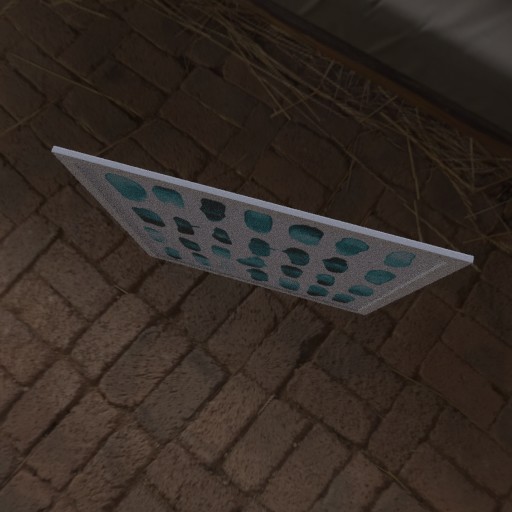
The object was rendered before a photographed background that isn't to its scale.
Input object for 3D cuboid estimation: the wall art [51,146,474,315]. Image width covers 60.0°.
[{"bbox_3d":[0.000,0.000,0.838,0.558,0.559,0.009,15,76,4],"label":"wall art"}]
